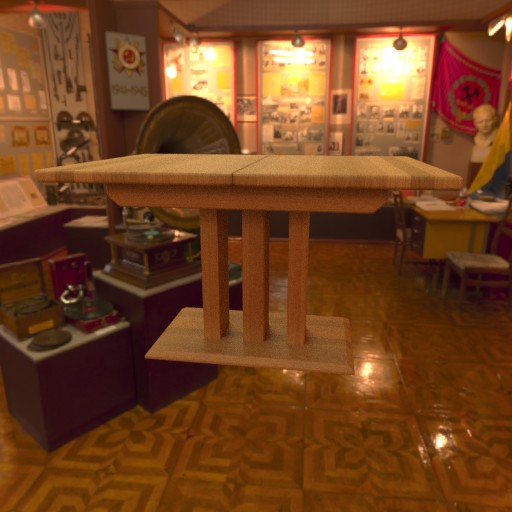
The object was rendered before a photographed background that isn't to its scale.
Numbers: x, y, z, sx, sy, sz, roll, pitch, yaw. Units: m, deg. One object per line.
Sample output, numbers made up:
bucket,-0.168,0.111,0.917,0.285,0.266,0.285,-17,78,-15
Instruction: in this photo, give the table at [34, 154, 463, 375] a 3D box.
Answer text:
table,0.000,0.000,1.847,1.300,0.770,0.900,3,16,9
